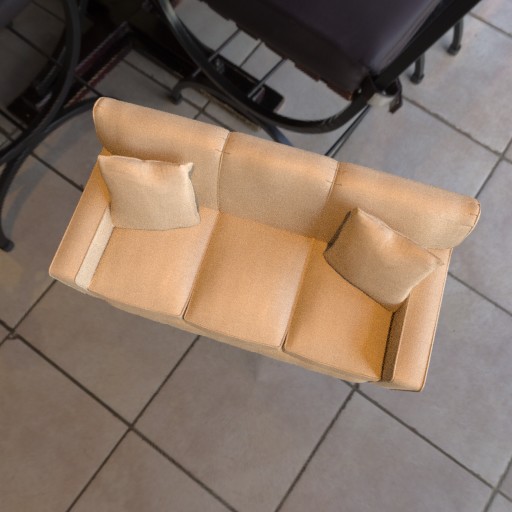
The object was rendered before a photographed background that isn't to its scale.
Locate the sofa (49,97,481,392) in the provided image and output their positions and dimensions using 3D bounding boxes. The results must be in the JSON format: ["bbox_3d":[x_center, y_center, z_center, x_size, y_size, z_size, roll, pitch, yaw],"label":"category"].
[{"bbox_3d":[0.000,0.000,2.511,2.024,0.958,0.997,17,75,5],"label":"sofa"}]
